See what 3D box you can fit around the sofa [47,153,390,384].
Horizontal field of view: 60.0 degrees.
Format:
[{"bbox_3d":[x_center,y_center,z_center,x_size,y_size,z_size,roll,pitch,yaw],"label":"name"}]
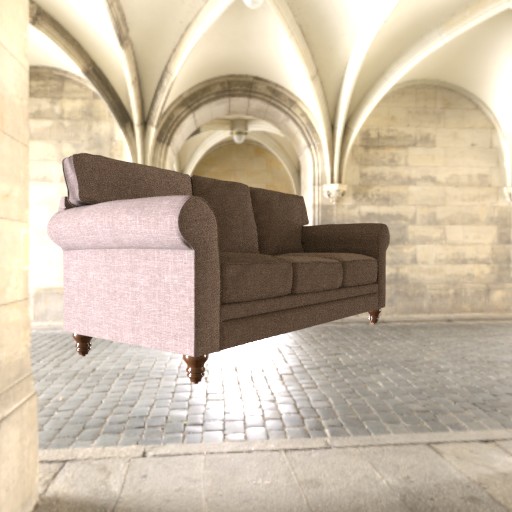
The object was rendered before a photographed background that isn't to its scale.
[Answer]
[{"bbox_3d":[0.000,0.000,2.621,0.916,0.961,2.084,0,0,37],"label":"sofa"}]
